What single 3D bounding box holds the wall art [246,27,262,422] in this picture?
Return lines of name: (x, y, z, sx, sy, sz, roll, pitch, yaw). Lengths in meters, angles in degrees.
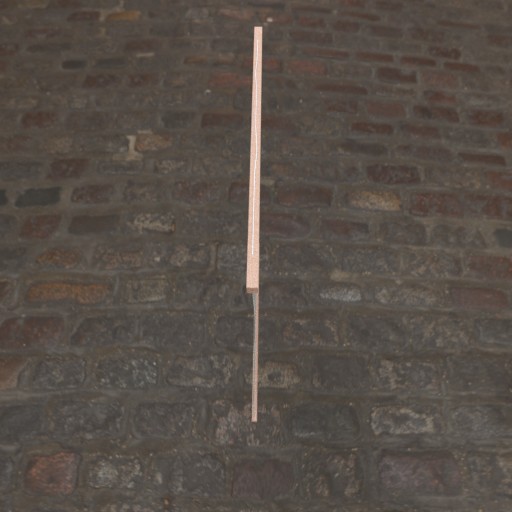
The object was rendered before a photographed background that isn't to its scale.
wall art: (0.000, 0.000, 1.356, 0.020, 1.013, 0.758, 1, 58, 0)
